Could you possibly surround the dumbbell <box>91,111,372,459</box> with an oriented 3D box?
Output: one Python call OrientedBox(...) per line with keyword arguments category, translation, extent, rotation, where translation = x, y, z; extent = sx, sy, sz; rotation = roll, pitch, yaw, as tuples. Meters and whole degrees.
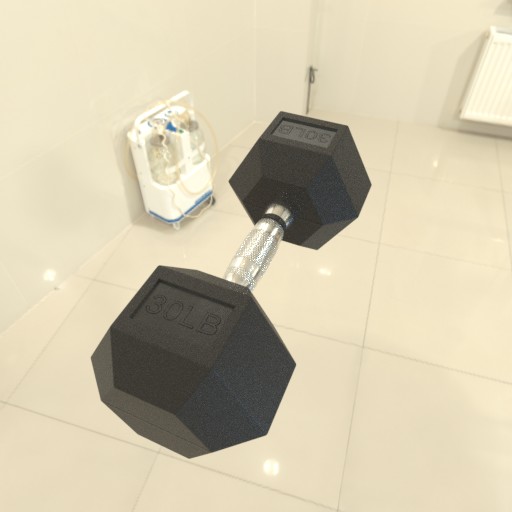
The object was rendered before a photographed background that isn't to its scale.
OrientedBox(category="dumbbell", translation=(0.000, 0.000, 0.399), extent=(0.142, 0.123, 0.337), rotation=(18, 49, 16))
